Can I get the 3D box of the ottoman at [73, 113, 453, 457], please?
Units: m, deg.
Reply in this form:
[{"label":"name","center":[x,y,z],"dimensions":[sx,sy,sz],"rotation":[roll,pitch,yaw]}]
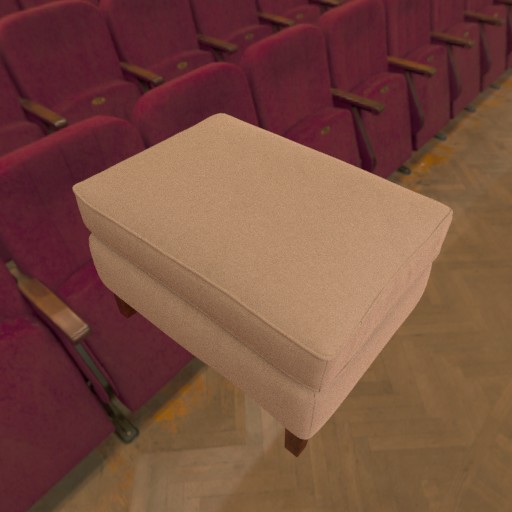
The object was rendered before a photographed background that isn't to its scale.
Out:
[{"label":"ottoman","center":[0.000,0.000,1.011],"dimensions":[0.665,0.456,0.501],"rotation":[31,52,28]}]
